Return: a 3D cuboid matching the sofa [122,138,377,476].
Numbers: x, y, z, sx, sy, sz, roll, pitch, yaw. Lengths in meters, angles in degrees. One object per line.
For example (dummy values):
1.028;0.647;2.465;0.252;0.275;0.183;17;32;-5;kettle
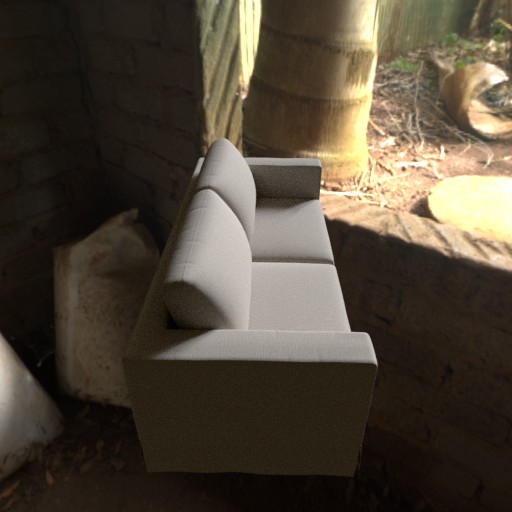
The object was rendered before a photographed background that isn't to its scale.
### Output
0.000;0.000;2.604;0.954;0.881;2.163;1;32;1;sofa
